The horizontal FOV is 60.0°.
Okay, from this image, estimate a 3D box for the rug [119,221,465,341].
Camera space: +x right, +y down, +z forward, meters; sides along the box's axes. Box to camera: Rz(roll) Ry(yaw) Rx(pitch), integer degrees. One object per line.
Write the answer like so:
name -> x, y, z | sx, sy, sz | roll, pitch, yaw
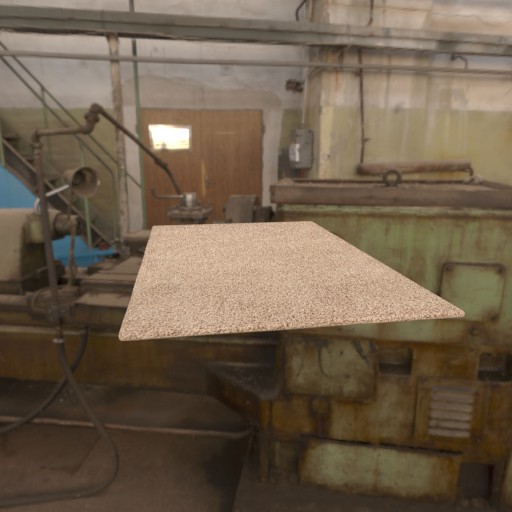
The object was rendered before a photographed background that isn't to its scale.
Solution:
rug -> 0.000, 0.000, 3.048 | 1.524, 0.030, 2.438 | -2, 15, -9
